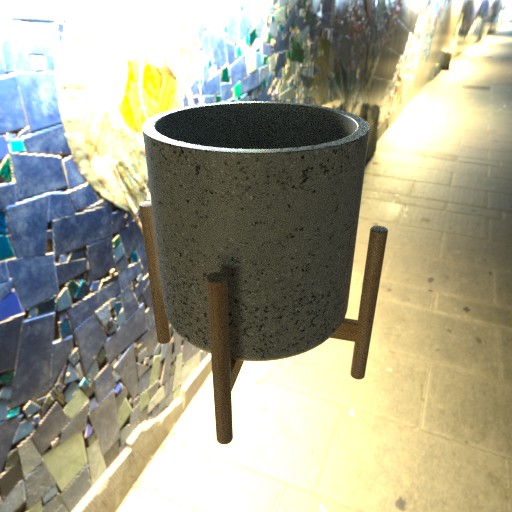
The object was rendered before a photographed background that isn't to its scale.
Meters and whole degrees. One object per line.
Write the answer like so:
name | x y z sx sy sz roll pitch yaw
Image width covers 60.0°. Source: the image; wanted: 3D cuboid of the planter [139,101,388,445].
planter | 0.000 0.000 0.705 0.360 0.419 0.360 20 35 32
